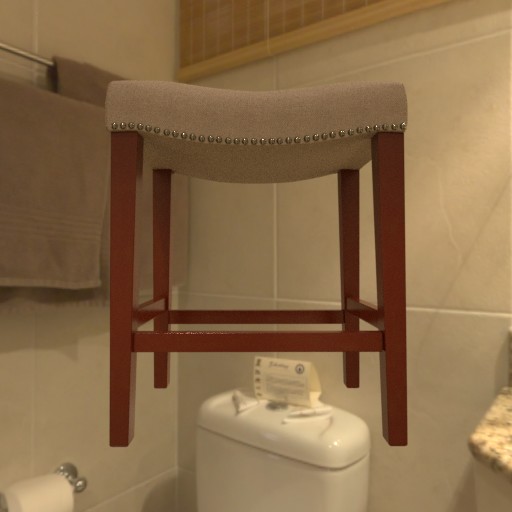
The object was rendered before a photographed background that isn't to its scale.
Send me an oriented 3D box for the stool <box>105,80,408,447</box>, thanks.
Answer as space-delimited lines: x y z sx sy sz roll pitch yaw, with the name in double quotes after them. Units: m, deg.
0.000 0.000 0.914 0.509 0.632 0.375 0 0 0 "stool"
